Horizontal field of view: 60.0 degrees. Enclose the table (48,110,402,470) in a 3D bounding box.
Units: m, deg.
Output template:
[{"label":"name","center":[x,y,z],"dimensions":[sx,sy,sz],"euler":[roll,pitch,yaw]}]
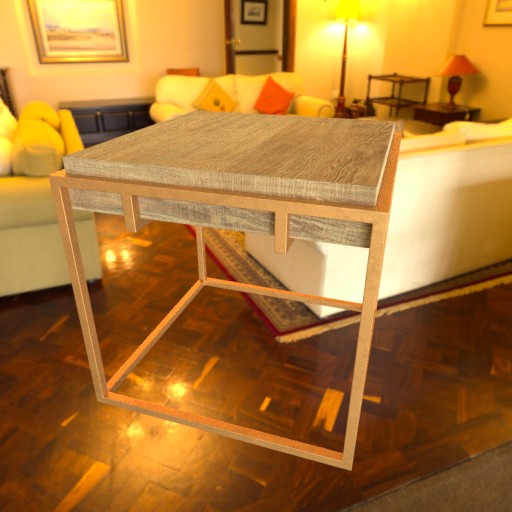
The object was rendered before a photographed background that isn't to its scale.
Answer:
[{"label":"table","center":[0.000,0.000,1.095],"dimensions":[0.599,0.584,0.599],"euler":[8,28,16]}]
